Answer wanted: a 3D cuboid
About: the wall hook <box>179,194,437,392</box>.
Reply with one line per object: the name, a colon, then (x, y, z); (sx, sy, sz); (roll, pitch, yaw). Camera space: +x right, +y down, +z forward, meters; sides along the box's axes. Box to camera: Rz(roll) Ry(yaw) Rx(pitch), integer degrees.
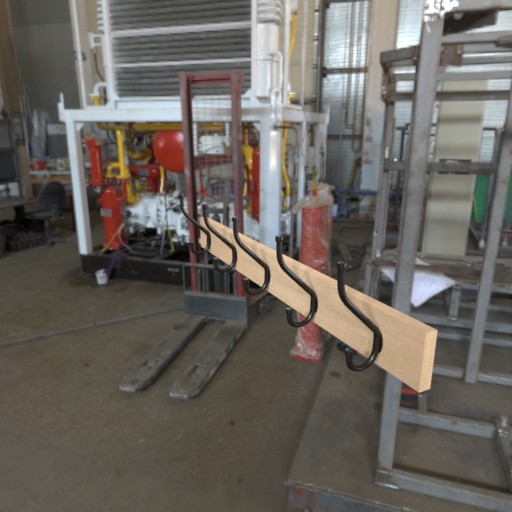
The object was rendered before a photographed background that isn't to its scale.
wall hook: (0.000, 0.000, 0.622); (0.071, 0.117, 0.571); (-8, 18, -26)
